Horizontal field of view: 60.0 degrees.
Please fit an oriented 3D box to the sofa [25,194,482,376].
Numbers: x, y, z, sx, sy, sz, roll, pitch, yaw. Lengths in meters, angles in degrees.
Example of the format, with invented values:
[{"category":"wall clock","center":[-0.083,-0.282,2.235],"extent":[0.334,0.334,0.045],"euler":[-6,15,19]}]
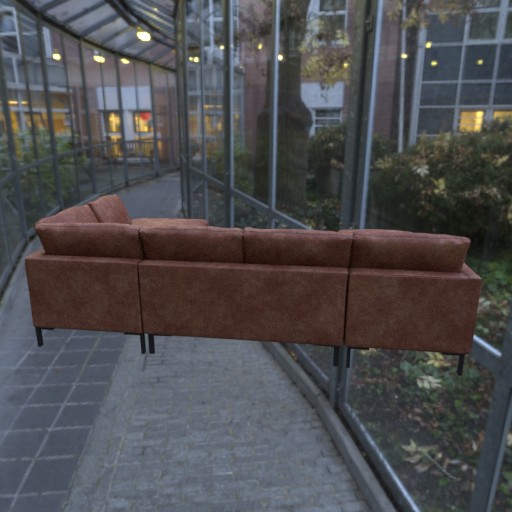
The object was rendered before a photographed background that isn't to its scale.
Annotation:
[{"category":"sofa","center":[0.000,0.000,3.741],"extent":[2.956,0.900,1.939],"euler":[2,17,7]}]
